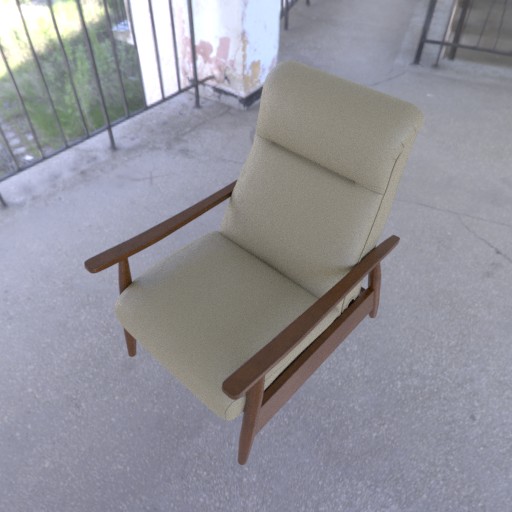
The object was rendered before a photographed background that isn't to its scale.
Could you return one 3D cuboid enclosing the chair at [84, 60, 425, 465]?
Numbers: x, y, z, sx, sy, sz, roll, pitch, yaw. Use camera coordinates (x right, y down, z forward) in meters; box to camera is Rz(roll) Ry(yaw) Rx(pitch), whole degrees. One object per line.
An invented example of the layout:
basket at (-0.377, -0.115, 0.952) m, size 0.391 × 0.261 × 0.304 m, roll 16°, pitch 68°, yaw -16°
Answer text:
chair at (0.000, 0.000, 1.725) m, size 0.762 × 1.082 × 1.014 m, roll 33°, pitch 55°, yaw 28°
